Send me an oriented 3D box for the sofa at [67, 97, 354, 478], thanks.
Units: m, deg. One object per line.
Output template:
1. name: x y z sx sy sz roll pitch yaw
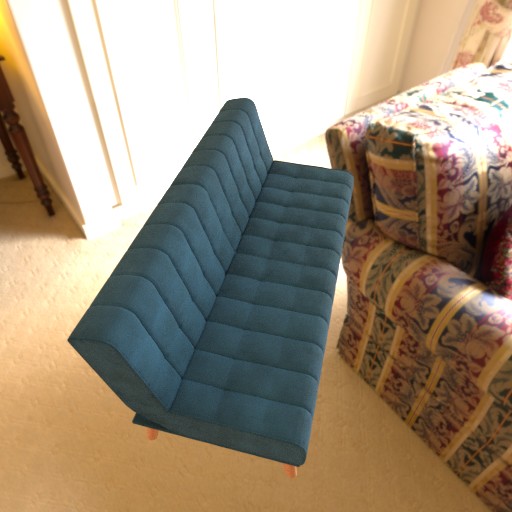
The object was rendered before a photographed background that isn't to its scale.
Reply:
1. sofa: 0.000 0.000 2.288 0.855 0.813 1.804 10 46 10
